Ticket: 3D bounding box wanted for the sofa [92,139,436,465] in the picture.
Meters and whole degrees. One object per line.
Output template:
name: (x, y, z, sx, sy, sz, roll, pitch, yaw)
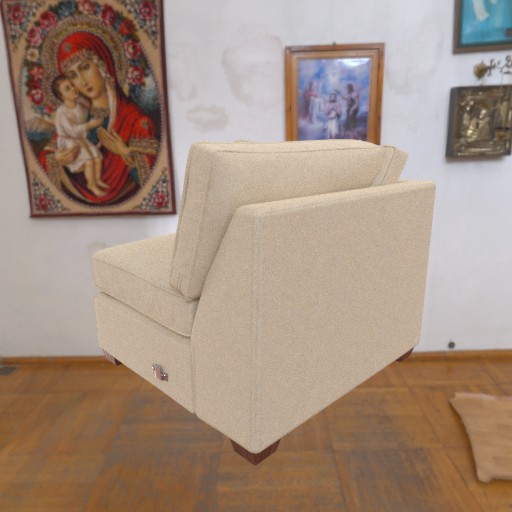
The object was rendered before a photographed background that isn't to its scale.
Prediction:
sofa: (0.000, 0.000, 1.965, 1.084, 1.002, 1.146, 14, 21, 43)
